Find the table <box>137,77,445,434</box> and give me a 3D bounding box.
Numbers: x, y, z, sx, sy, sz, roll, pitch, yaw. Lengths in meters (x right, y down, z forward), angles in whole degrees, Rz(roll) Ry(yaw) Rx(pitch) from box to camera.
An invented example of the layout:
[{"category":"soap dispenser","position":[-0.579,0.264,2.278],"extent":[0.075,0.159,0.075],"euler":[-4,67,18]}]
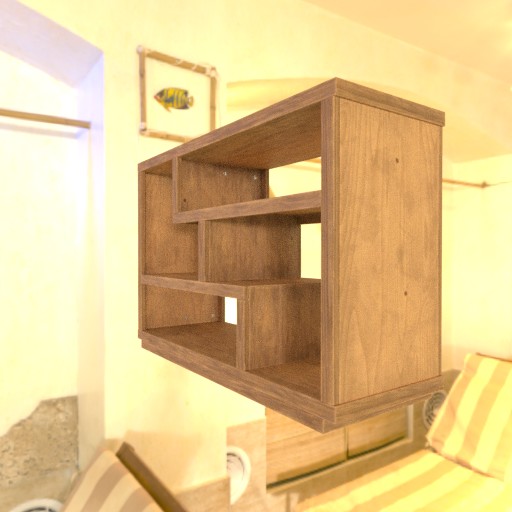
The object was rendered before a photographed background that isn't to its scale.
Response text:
[{"category":"table","position":[0.000,0.000,1.527],"extent":[0.410,0.771,1.151],"euler":[0,1,-36]}]
